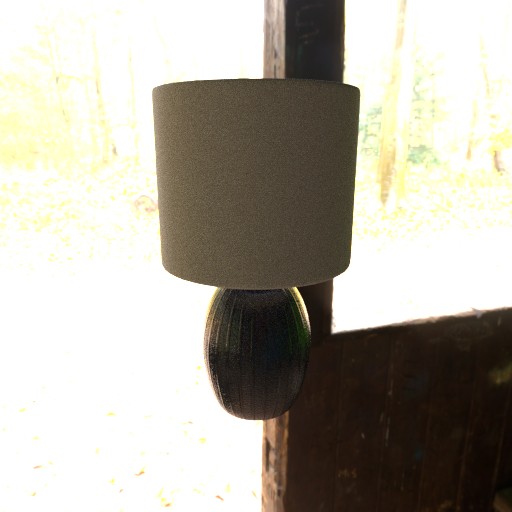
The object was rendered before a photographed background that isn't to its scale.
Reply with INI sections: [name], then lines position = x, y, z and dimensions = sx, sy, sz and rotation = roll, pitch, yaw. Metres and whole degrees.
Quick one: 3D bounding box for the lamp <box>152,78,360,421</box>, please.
[lamp]
position = 0.000, 0.000, 0.783
dimensions = 0.329, 0.570, 0.329
rotation = 14, 20, 42
